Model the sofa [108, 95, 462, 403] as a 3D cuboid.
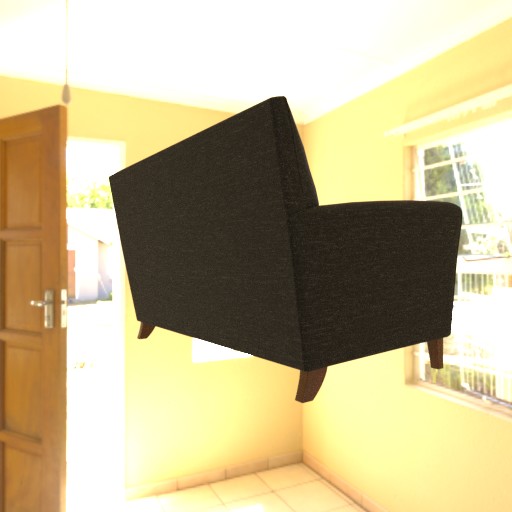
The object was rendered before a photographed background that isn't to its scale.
[{"bbox_3d":[0.000,0.000,1.947,0.875,0.846,1.420,0,-1,-36],"label":"sofa"}]
